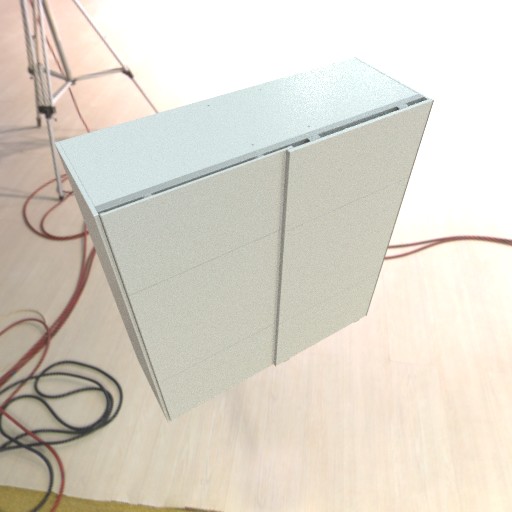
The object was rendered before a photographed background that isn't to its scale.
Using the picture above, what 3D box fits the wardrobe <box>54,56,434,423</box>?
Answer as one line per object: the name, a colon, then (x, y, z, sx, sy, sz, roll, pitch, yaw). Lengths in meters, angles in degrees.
wardrobe: (0.000, 0.000, 2.874, 1.780, 1.960, 0.629, -24, 52, -21)
